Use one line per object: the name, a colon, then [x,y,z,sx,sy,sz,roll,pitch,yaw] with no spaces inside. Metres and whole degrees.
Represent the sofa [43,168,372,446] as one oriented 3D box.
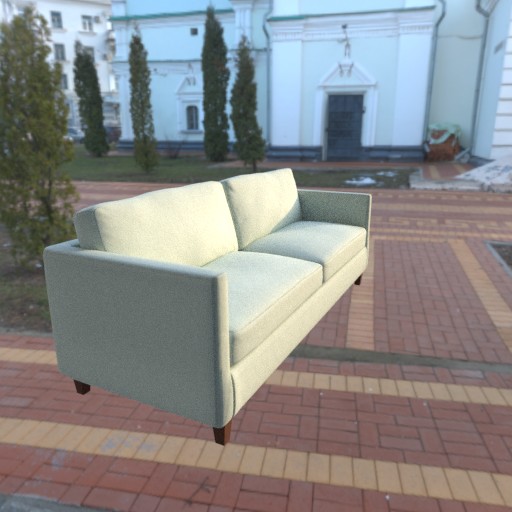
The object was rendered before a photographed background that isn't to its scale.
sofa: [0.000,0.000,2.867,0.948,0.965,2.434,8,18,26]
